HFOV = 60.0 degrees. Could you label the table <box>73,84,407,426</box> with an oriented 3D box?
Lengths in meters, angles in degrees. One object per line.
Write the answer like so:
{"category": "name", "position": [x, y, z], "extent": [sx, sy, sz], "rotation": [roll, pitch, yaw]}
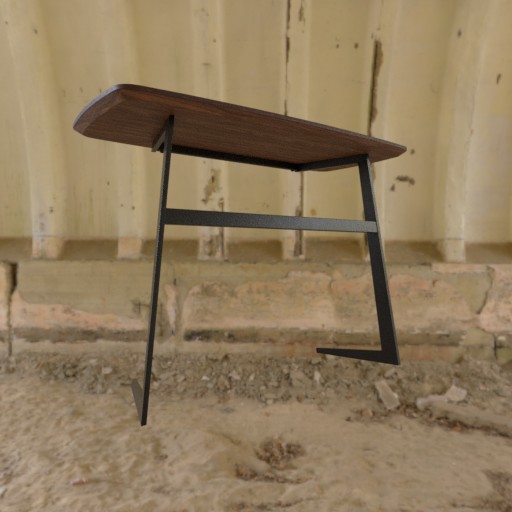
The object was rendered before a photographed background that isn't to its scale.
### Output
{"category": "table", "position": [0.000, 0.000, 1.085], "extent": [0.804, 0.576, 0.361], "rotation": [0, 0, -36]}
